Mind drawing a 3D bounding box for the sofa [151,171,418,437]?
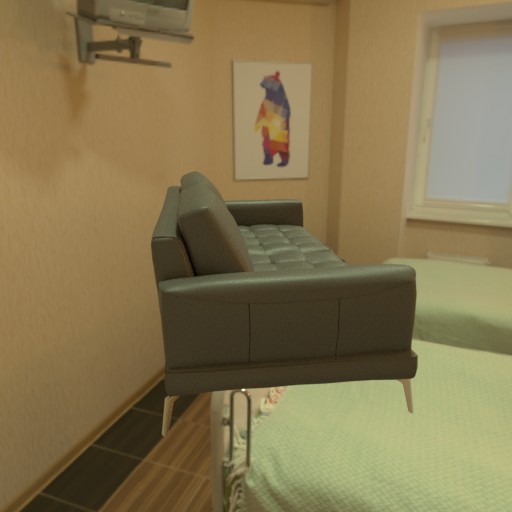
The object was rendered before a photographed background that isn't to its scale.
[{"bbox_3d":[0.000,0.000,2.776,1.121,0.930,2.177,-2,16,-8],"label":"sofa"}]
